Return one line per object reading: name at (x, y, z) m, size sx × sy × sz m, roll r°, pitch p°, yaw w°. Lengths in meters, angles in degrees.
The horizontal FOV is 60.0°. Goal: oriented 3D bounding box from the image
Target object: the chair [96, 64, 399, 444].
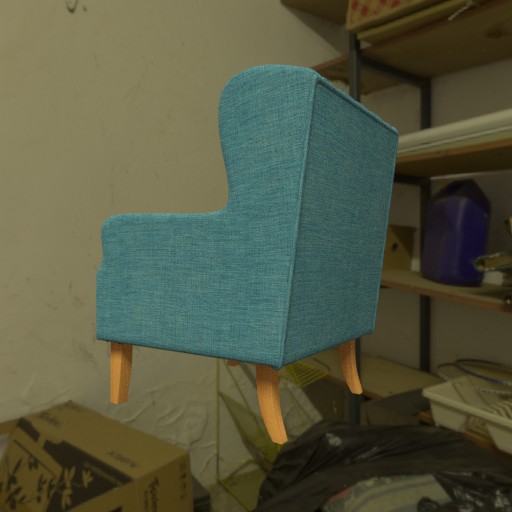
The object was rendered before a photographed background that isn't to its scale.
chair at (0.000, 0.000, 1.495) m, size 0.775 × 0.952 × 0.711 m, roll 0°, pitch 0°, yaw 36°
